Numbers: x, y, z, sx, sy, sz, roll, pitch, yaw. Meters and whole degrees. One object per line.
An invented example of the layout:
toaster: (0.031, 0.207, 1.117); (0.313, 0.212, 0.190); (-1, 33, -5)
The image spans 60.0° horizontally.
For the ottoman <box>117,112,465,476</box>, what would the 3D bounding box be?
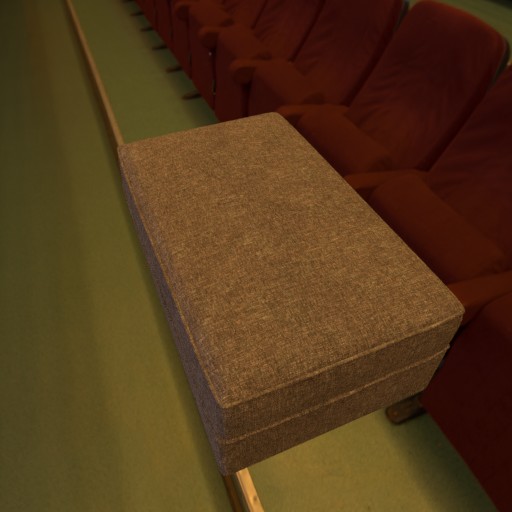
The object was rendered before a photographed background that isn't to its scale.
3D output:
ottoman: (0.000, 0.000, 1.552); (0.717, 0.487, 1.184); (-17, 48, -16)
